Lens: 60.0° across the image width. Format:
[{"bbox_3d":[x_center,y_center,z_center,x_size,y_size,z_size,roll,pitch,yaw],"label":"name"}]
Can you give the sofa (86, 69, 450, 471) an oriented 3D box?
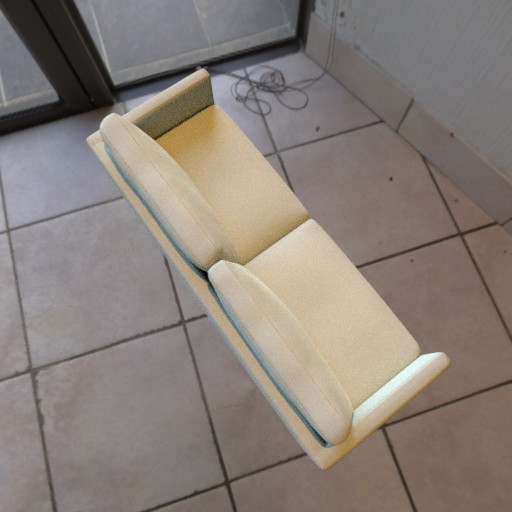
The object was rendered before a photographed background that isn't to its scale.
[{"bbox_3d":[0.000,0.000,2.878,0.948,0.965,2.434,-35,77,-10],"label":"sofa"}]
